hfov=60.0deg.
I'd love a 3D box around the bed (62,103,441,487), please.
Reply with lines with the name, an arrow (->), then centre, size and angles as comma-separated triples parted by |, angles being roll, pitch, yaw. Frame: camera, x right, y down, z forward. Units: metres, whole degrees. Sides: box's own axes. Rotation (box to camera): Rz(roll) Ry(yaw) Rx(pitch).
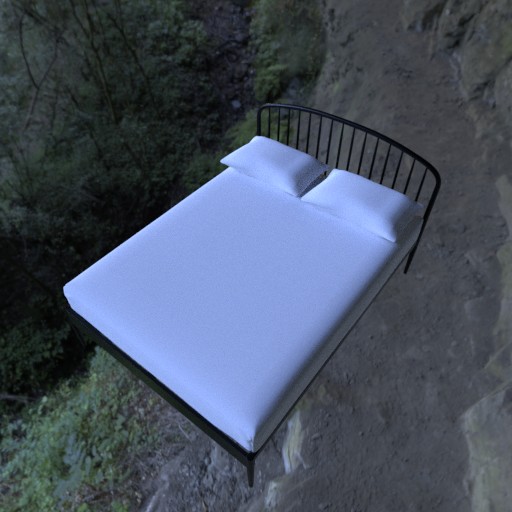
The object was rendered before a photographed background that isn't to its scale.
bed -> 0.000, 0.000, 3.109 | 1.618, 1.166, 2.159 | 29, 53, 25
